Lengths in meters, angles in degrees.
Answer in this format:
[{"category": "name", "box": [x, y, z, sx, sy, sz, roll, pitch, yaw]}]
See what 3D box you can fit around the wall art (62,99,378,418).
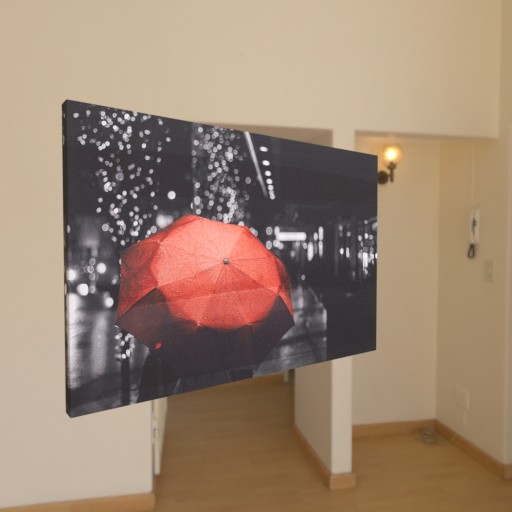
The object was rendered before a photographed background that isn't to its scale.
[{"category": "wall art", "box": [0.000, 0.000, 1.129, 0.914, 0.609, 0.038, -1, 2, -36]}]
